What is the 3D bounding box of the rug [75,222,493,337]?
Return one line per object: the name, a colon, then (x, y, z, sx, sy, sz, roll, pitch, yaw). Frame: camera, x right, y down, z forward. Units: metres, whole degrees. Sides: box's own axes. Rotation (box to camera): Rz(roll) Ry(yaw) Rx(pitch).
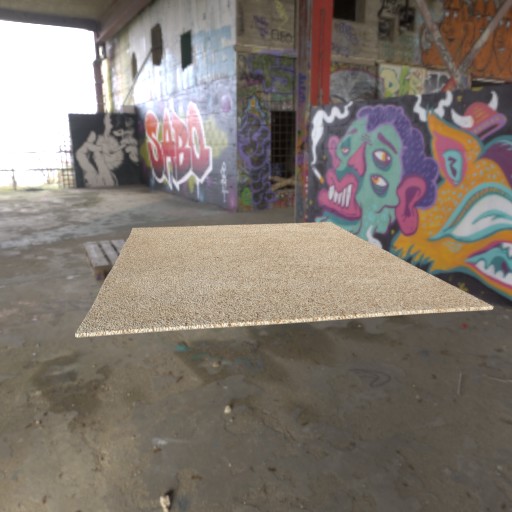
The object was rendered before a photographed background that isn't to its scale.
rug: (0.000, 0.000, 3.914, 2.400, 0.025, 3.000, -2, 14, -9)
